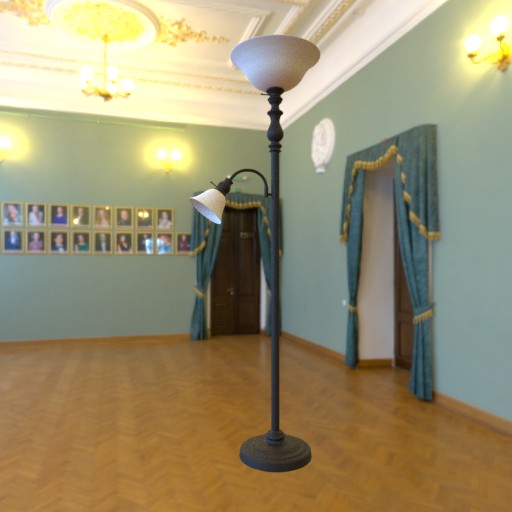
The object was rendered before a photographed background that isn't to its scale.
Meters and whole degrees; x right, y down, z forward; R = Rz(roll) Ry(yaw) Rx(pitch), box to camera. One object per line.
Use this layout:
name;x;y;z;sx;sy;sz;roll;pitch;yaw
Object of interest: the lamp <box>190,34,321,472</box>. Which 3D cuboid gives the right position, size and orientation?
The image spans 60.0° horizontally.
lamp;0.000;0.000;1.957;0.588;1.793;0.405;0;-1;-19
